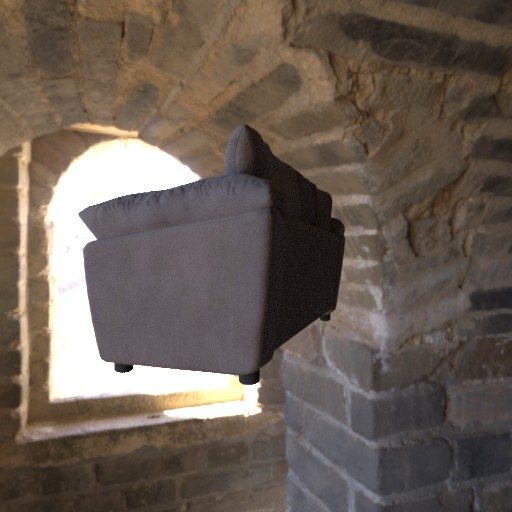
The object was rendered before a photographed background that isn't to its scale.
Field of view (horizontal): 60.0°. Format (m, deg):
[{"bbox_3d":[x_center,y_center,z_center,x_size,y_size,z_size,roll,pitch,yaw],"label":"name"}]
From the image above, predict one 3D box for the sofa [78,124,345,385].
[{"bbox_3d":[0.000,0.000,2.852,0.878,1.073,2.336,0,0,18],"label":"sofa"}]
